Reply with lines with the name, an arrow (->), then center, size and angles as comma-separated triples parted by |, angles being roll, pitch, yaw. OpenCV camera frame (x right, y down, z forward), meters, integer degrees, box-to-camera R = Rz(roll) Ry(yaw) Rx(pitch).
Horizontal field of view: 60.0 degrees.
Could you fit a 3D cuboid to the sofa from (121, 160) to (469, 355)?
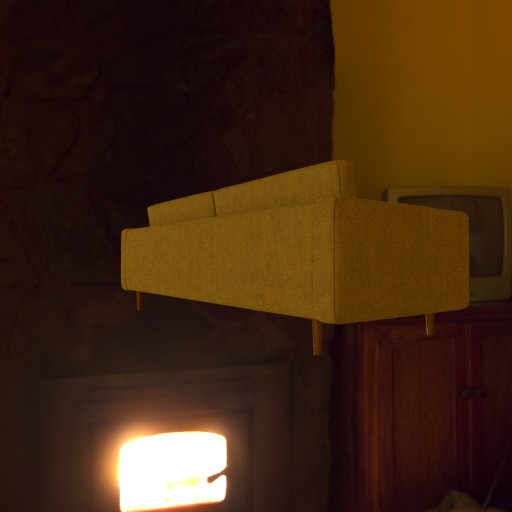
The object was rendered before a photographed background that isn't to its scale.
sofa -> 0.000, 0.000, 2.676 | 0.919, 0.770, 2.200 | 0, 0, -36
